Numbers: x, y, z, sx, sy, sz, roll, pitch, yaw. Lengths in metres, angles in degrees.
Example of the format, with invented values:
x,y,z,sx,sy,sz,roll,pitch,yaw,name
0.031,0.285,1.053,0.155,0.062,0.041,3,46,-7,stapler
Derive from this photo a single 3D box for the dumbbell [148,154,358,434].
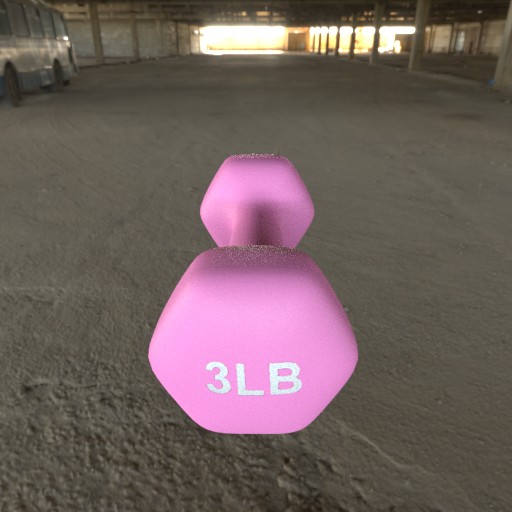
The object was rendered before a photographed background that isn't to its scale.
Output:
x,y,z,sx,sy,sz,roll,pitch,yaw,name
0.000,0.000,0.193,0.064,0.058,0.159,1,26,1,dumbbell
